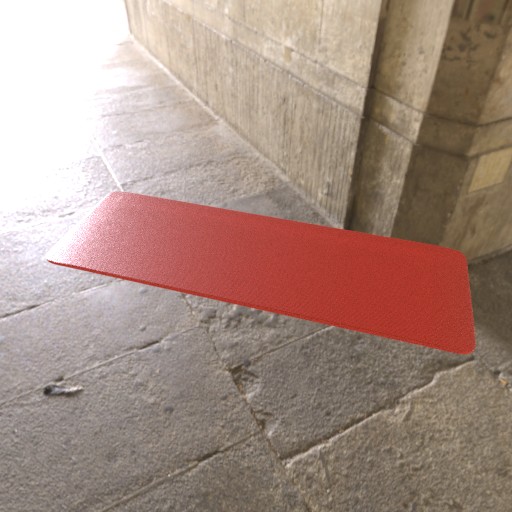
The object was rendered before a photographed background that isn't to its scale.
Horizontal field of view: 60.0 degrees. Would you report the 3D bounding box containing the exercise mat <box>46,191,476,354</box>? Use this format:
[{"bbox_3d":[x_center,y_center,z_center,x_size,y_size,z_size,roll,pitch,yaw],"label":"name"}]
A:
[{"bbox_3d":[0.000,0.000,2.046,1.869,0.021,0.616,11,42,13],"label":"exercise mat"}]
